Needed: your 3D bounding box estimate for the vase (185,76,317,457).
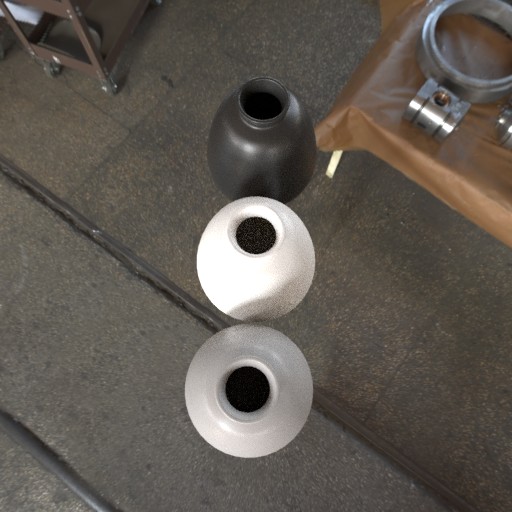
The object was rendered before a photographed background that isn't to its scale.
[{"bbox_3d":[0.000,0.000,0.350,0.097,0.122,0.297,3,74,1],"label":"vase"}]
